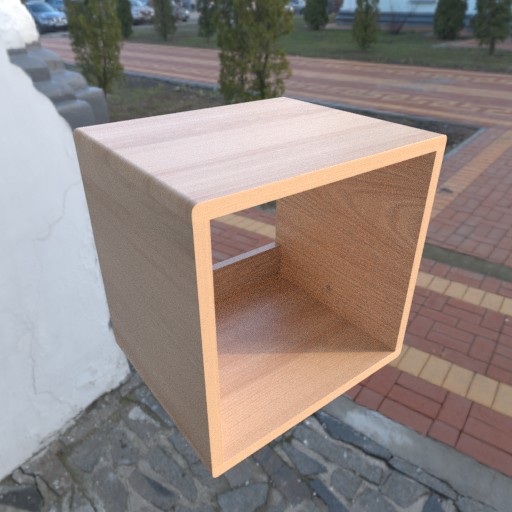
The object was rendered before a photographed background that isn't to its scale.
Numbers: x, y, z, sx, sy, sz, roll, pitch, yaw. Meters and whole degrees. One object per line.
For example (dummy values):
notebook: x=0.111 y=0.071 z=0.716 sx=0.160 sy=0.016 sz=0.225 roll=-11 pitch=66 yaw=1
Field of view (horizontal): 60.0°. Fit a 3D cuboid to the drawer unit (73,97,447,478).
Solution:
drawer unit: x=0.000 y=0.000 z=0.616 sx=0.344 sy=0.344 sz=0.290 roll=-21 pitch=36 yaw=-31
